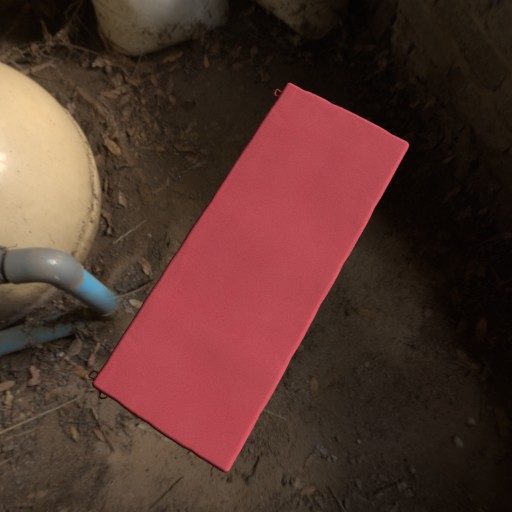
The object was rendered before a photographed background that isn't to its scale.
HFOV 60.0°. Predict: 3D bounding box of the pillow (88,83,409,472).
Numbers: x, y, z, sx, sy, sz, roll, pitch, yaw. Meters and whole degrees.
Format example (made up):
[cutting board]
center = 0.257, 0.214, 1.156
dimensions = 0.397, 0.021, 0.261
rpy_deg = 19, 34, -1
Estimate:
[pillow]
center = 0.000, 0.000, 1.369
dimensions = 0.492, 0.081, 1.187
rpy_deg = 30, 78, 7
